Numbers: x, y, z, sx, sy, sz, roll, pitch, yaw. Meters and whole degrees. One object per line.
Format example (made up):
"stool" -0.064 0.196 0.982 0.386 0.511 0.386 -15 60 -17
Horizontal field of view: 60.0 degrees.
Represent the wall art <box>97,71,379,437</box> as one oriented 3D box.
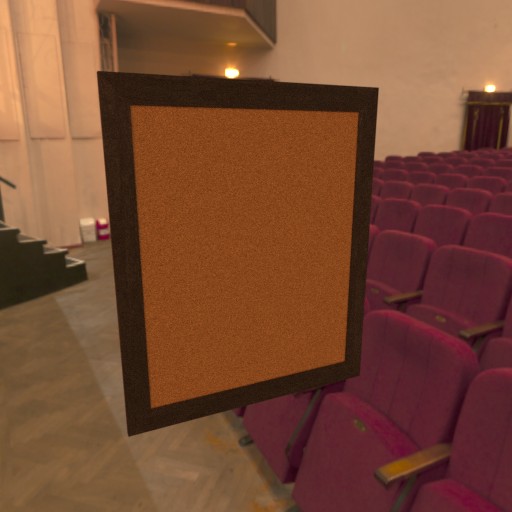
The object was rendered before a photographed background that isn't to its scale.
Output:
"wall art" 0.000 0.000 0.771 0.476 0.570 0.013 -7 16 -24
